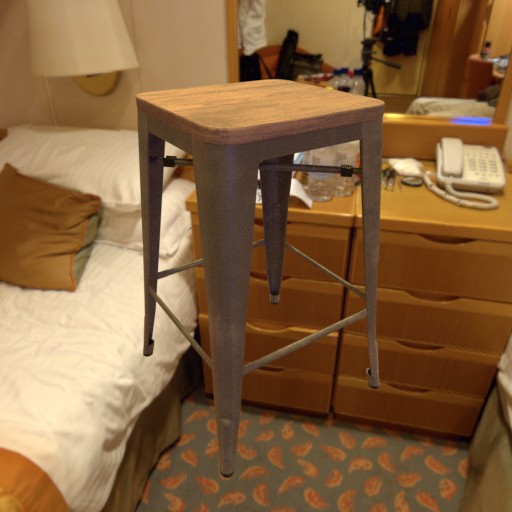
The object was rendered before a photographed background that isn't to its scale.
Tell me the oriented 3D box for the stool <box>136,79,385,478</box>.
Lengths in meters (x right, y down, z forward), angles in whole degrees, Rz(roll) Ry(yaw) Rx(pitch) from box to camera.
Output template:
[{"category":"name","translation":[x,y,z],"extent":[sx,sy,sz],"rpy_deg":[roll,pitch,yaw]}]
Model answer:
[{"category":"stool","translation":[0.000,0.000,0.890],"extent":[0.407,0.607,0.407],"rpy_deg":[-18,35,-29]}]
